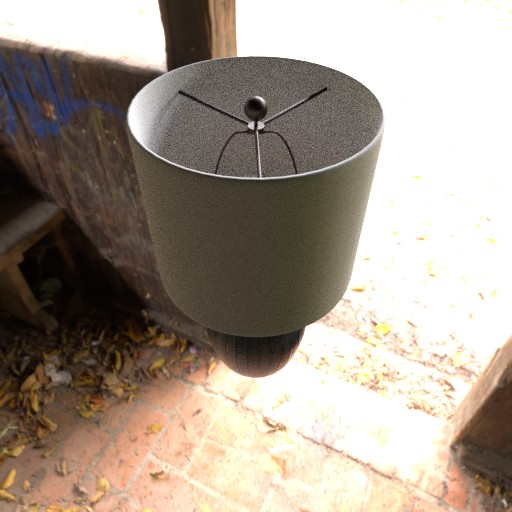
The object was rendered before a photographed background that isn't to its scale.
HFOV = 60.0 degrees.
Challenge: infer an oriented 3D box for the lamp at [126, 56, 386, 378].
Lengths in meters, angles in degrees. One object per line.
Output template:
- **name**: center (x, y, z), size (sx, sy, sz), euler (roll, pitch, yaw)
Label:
- **lamp**: center (0.000, 0.000, 0.763), size (0.329, 0.570, 0.329), euler (-2, 45, -2)
